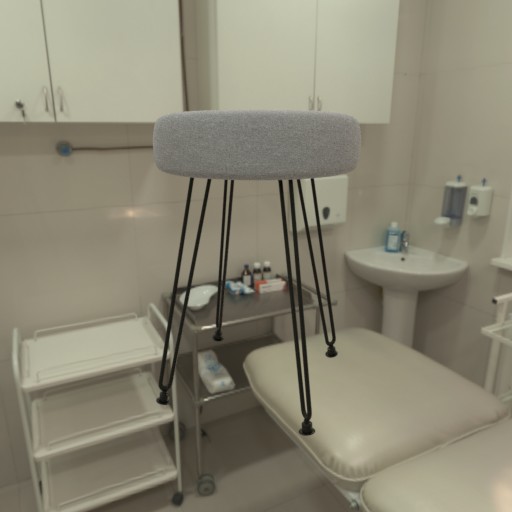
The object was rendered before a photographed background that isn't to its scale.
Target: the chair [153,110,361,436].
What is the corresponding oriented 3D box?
[{"bbox_3d":[0.000,0.000,0.710,0.350,0.440,0.350,-8,18,-26],"label":"chair"}]
